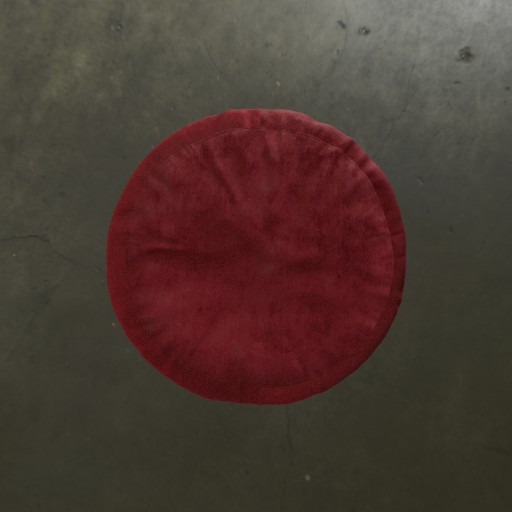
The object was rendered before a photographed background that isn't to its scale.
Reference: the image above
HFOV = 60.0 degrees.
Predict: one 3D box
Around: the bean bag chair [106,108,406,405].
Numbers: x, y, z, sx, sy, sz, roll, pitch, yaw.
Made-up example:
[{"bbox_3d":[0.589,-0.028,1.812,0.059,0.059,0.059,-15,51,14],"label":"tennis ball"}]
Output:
[{"bbox_3d":[0.000,0.000,1.976,1.219,0.762,1.219,0,89,-1],"label":"bean bag chair"}]
